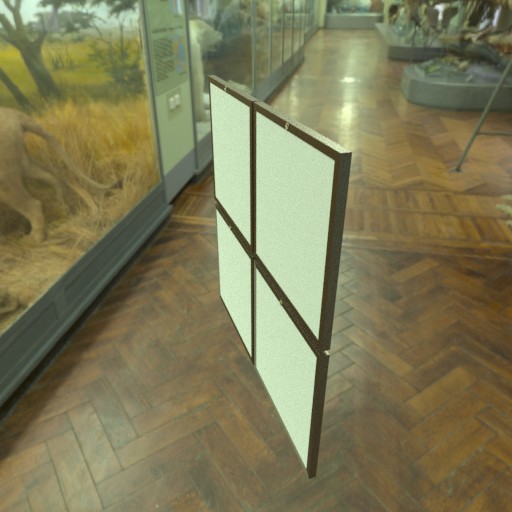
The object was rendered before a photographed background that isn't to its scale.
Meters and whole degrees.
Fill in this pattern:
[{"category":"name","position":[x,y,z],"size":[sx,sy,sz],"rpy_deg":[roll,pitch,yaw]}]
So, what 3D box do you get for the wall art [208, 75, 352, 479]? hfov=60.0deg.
[{"category":"wall art","position":[0.000,0.000,1.535],"size":[0.030,1.032,1.032],"rpy_deg":[-10,32,-17]}]
